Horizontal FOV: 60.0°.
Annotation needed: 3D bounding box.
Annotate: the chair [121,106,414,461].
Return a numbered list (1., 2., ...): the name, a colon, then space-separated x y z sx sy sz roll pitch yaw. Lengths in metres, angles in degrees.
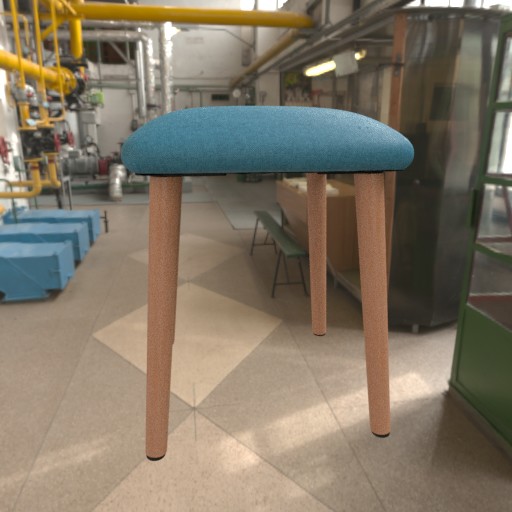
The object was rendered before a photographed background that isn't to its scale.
1. chair: 0.000 0.000 0.704 0.360 0.450 0.360 -2 17 -8
